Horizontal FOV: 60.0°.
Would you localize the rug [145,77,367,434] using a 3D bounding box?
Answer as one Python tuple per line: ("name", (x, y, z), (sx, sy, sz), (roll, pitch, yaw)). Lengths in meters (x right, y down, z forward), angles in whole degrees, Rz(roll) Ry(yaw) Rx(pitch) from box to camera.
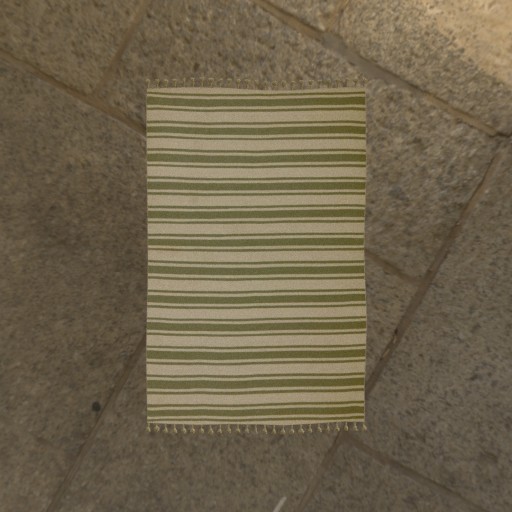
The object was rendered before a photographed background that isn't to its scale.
("rug", (0.000, 0.000, 2.327), (1.162, 0.013, 1.875), (0, 90, 0))
